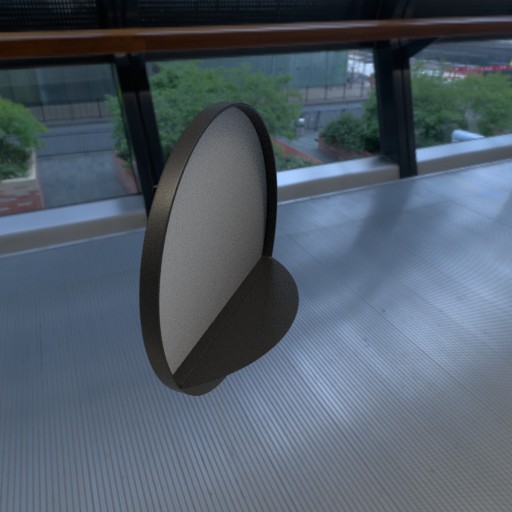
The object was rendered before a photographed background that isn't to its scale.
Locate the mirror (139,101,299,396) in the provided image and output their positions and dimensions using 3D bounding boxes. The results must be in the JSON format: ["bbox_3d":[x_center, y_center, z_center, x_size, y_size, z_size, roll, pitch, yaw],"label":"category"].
[{"bbox_3d":[0.000,0.000,0.704,0.133,0.457,0.457,10,30,18],"label":"mirror"}]
